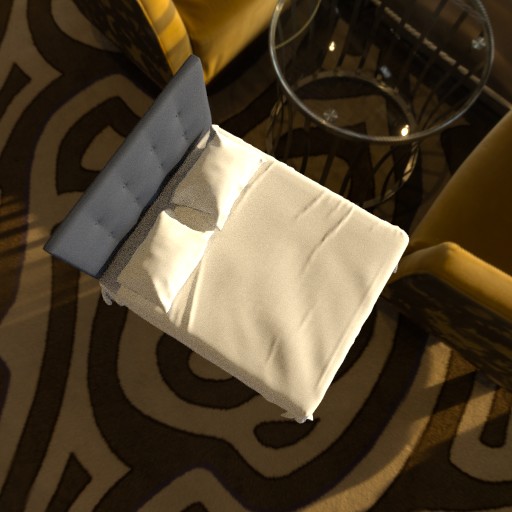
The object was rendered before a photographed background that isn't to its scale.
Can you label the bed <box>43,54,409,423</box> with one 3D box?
[{"bbox_3d":[0.000,0.000,3.467,2.222,1.577,1.936,31,78,7],"label":"bed"}]
